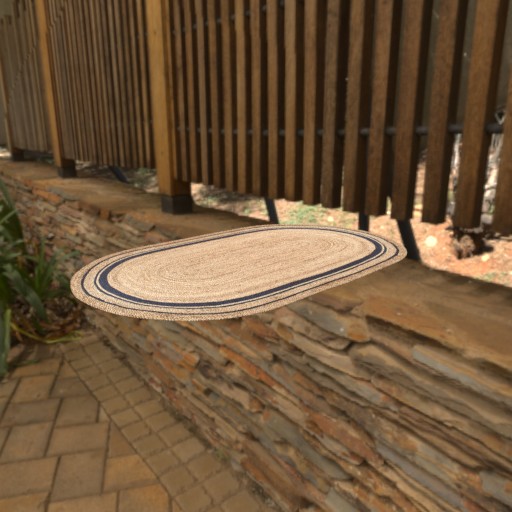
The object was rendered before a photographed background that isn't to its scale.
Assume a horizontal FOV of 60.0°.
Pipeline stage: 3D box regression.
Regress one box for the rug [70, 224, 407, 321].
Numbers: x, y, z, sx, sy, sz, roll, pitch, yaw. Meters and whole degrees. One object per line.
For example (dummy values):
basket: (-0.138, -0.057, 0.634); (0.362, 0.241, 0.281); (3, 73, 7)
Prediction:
rug: (0.000, 0.000, 3.048); (2.432, 0.006, 1.520); (-14, 21, -41)
